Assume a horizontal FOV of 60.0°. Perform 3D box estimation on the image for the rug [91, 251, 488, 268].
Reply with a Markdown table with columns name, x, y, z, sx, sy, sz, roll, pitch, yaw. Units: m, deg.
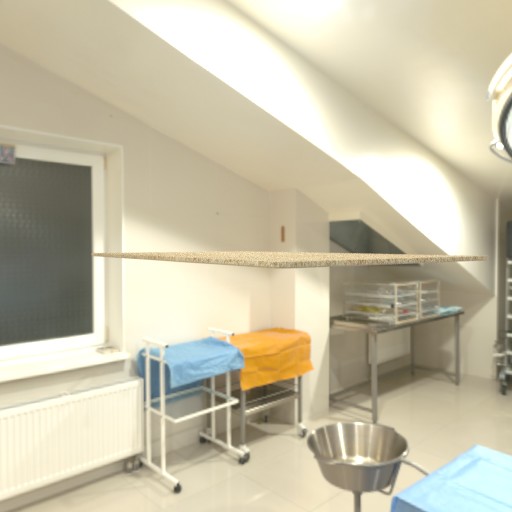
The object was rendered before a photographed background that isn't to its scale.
| name | x | y | z | sx | sy | sz | roll | pitch | yaw |
| --- | --- | --- | --- | --- | --- | --- | --- | --- | --- |
| rug | 0.000 | 0.000 | 2.960 | 1.500 | 0.025 | 2.349 | -1 | 2 | -36 |
